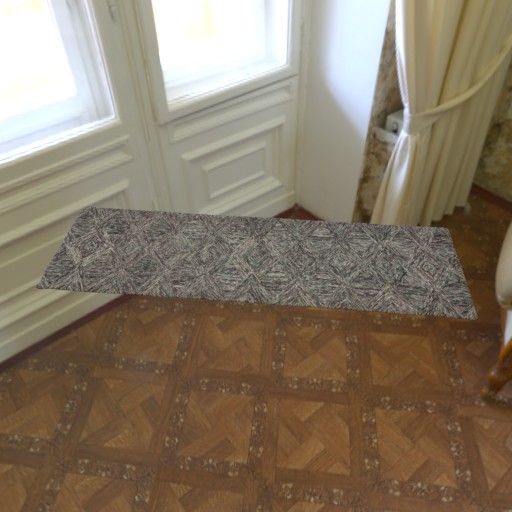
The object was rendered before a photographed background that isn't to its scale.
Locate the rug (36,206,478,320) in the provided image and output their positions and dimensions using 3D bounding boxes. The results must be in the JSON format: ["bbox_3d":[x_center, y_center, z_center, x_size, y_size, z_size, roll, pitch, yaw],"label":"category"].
[{"bbox_3d":[0.000,0.000,2.544,2.305,0.013,0.719,4,44,4],"label":"rug"}]
